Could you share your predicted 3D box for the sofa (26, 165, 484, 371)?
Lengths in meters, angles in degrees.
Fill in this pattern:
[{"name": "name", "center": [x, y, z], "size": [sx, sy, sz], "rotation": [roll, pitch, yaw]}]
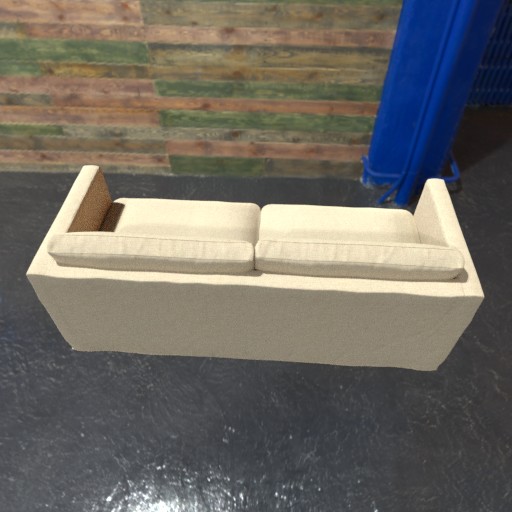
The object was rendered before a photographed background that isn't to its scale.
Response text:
[{"name": "sofa", "center": [0.000, 0.000, 2.708], "size": [2.312, 0.853, 0.962], "rotation": [3, 48, 2]}]
